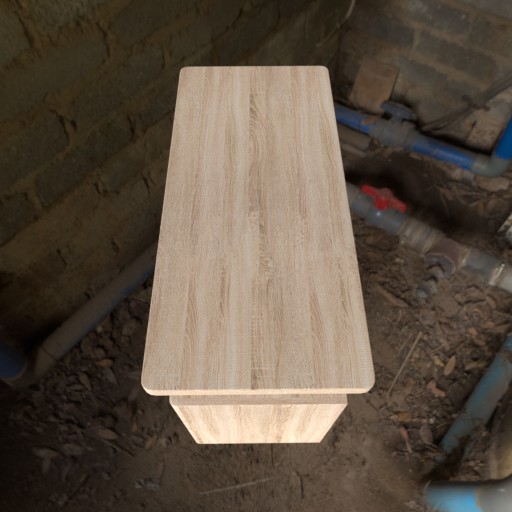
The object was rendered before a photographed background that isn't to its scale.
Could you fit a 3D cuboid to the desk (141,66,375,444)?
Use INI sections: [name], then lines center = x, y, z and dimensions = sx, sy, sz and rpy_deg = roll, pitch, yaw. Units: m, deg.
[desk]
center = 0.000, 0.000, 1.664
dimensions = 0.550, 0.760, 1.200
rpy_deg = 0, 58, 0
